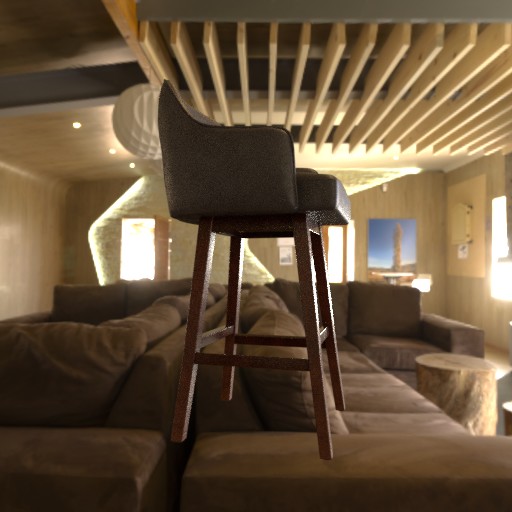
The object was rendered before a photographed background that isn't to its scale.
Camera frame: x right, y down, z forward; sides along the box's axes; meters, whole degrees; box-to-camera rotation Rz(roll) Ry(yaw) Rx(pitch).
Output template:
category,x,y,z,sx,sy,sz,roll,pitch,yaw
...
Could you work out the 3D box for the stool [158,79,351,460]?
category,x,y,z,sx,sy,sz,roll,pitch,yaw
stool,0.000,0.000,1.393,0.560,1.041,0.550,0,-1,16
